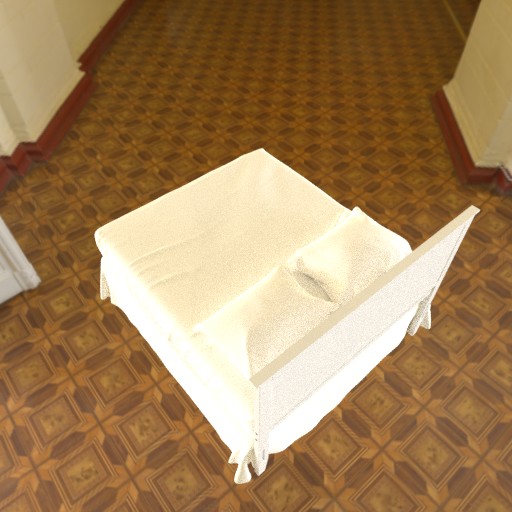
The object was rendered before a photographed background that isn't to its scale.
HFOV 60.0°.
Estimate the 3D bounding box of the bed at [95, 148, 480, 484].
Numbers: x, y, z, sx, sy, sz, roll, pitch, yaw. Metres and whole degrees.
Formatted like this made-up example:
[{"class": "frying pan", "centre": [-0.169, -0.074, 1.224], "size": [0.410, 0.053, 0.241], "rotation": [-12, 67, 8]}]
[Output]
[{"class": "bed", "centre": [0.000, 0.000, 3.109], "size": [1.876, 1.269, 2.047], "rotation": [-32, 56, -25]}]
